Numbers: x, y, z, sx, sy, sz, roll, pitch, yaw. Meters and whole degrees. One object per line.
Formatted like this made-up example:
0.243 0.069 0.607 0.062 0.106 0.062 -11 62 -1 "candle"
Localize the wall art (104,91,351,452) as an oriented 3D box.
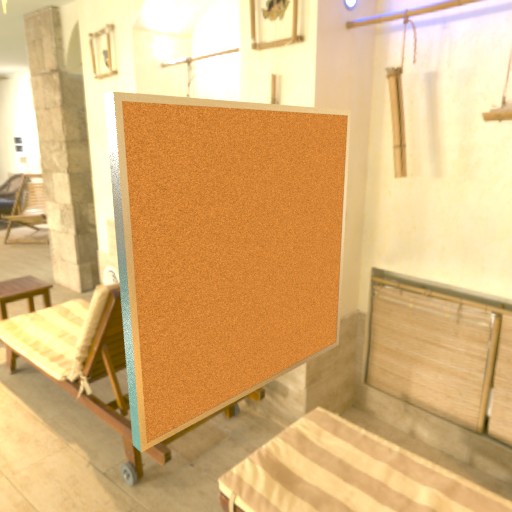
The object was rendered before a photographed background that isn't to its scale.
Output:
0.000 0.000 1.237 0.806 0.806 0.038 -14 20 -43 "wall art"
